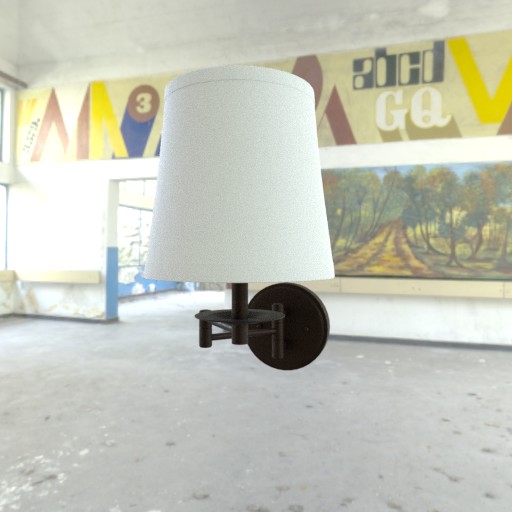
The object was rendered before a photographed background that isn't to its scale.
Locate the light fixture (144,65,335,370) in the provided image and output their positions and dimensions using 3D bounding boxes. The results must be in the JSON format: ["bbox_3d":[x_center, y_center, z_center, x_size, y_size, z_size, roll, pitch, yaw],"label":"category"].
[{"bbox_3d":[0.000,0.000,0.265,0.100,0.172,0.157,0,0,18],"label":"light fixture"}]
